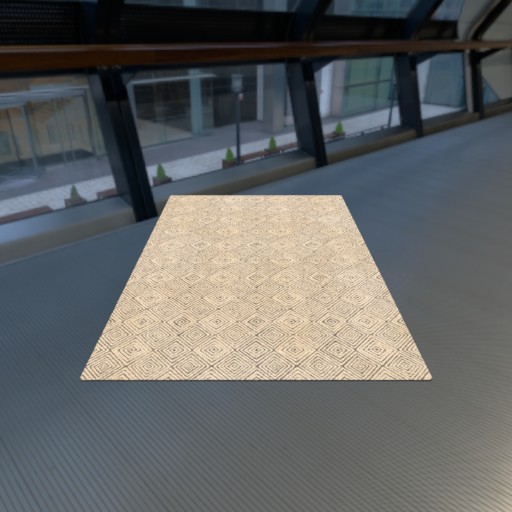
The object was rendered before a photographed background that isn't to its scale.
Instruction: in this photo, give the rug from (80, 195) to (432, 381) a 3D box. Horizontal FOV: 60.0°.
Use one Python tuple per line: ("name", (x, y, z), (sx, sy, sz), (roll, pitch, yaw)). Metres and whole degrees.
("rug", (0.000, 0.000, 2.262), (1.175, 0.008, 1.783), (0, 28, 0))
